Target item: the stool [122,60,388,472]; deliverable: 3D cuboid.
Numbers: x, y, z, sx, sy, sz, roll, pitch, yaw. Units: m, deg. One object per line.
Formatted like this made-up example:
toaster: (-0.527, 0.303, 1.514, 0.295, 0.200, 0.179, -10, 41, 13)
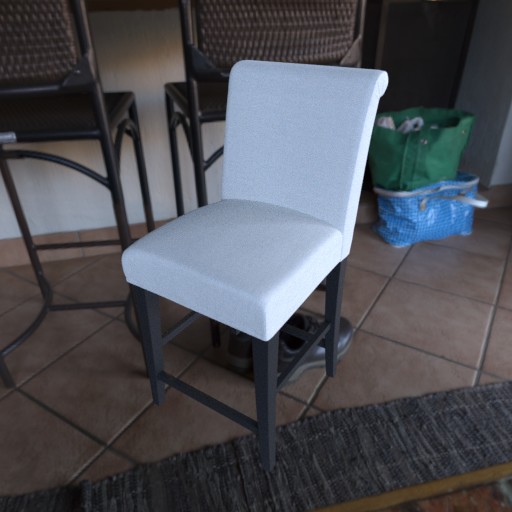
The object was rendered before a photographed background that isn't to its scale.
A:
stool: (0.000, 0.000, 1.283, 0.452, 0.976, 0.597, 18, 34, 29)
